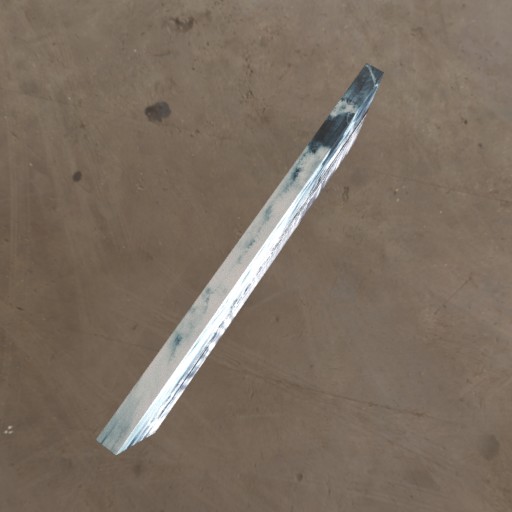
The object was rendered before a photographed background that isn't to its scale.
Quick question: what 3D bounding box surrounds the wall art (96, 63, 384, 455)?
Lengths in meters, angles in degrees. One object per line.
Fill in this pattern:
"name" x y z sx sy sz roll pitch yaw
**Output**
"wall art" 0.000 0.000 0.829 0.037 0.251 0.759 33 78 8
